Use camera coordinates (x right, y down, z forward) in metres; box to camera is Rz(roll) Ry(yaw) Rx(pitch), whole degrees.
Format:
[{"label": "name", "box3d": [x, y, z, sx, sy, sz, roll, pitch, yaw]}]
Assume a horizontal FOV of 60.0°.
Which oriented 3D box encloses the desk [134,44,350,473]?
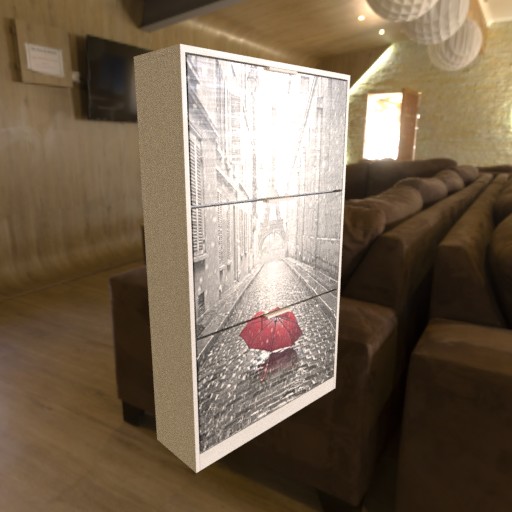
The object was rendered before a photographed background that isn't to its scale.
[{"label": "desk", "box3d": [0.000, 0.000, 1.610, 0.750, 1.280, 0.250, -13, 19, -42]}]
